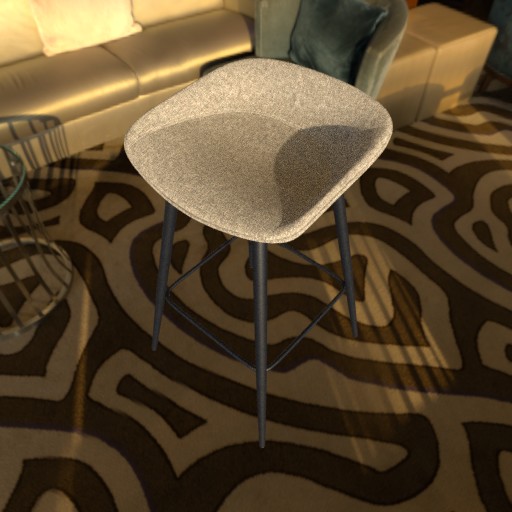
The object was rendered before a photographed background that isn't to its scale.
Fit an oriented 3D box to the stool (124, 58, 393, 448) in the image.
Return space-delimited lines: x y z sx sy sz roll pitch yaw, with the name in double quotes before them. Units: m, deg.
"stool" 0.000 0.000 1.127 0.469 0.814 0.480 33 55 27
